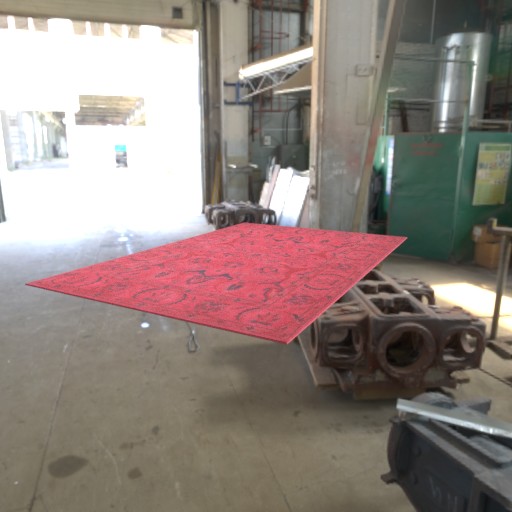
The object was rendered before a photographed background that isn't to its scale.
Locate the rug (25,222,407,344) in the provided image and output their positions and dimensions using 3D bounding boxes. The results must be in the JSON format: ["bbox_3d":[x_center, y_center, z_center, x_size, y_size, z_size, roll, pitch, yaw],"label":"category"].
[{"bbox_3d":[0.000,0.000,2.342,1.209,0.008,1.814,7,15,28],"label":"rug"}]
